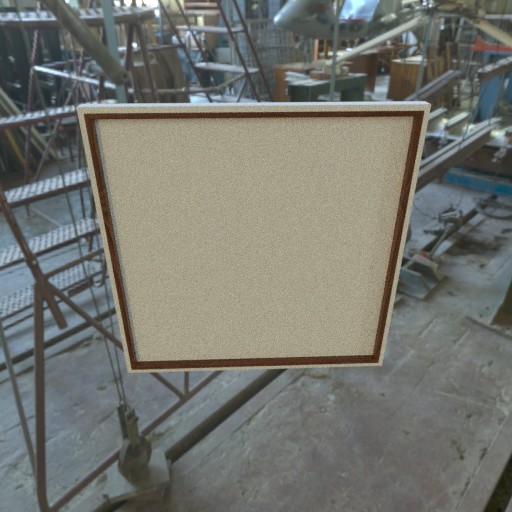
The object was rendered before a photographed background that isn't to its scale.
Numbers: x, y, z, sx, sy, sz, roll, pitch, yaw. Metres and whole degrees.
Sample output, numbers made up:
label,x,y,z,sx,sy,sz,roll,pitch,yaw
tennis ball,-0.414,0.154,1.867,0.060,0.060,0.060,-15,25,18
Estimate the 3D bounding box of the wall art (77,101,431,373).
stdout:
label,x,y,z,sx,sy,sz,roll,pitch,yaw
wall art,0.000,0.000,1.146,0.757,0.757,0.037,-1,30,-2
